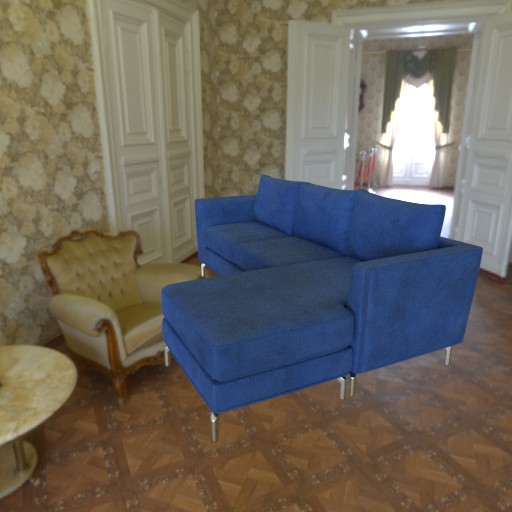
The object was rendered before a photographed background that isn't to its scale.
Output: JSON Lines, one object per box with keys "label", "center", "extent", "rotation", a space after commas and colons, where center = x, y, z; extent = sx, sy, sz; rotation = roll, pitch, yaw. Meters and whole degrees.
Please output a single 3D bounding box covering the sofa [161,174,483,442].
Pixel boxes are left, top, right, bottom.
{"label": "sofa", "center": [0.000, 0.000, 3.221], "extent": [1.622, 0.987, 2.438], "rotation": [-8, 18, -26]}
